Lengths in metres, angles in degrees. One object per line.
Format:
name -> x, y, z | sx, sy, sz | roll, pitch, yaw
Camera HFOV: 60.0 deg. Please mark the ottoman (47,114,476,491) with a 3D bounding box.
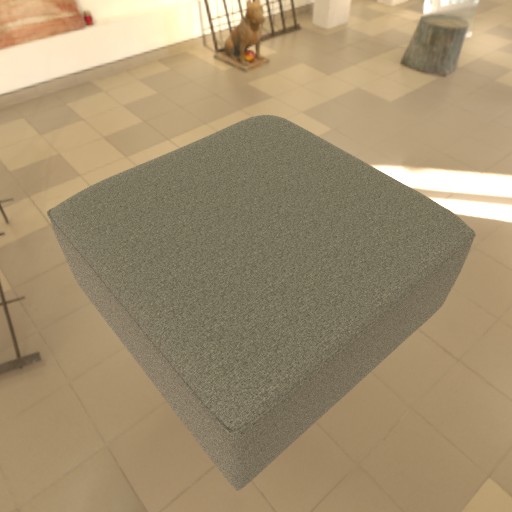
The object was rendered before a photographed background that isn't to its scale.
ottoman -> 0.000, 0.000, 1.547 | 1.005, 0.464, 1.015 | -32, 54, -27
